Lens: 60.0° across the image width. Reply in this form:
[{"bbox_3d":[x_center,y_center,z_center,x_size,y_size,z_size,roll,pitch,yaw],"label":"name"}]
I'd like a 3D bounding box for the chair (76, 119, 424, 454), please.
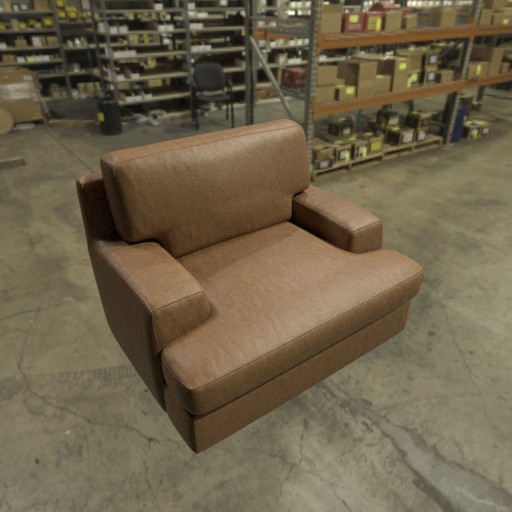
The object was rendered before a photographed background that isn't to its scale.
[{"bbox_3d":[0.000,0.000,2.037,1.276,0.978,1.050,-21,37,-30],"label":"chair"}]
